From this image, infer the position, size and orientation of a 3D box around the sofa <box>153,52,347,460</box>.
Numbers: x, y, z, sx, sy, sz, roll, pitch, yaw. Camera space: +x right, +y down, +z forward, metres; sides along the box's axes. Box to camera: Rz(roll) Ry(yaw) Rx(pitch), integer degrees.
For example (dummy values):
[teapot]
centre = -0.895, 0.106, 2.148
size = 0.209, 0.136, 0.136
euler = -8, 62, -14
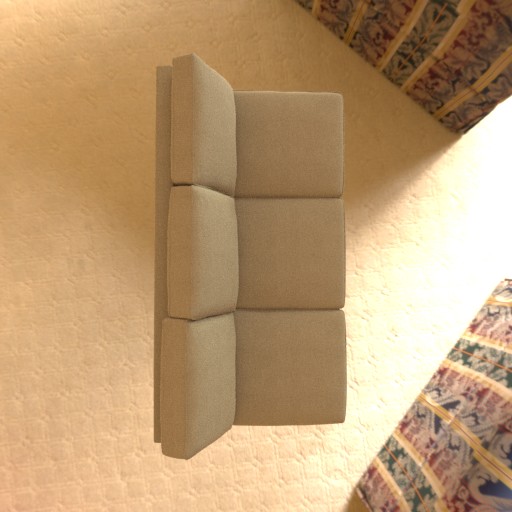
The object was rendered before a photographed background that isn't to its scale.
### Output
[sofa]
centre = 0.000, 0.000, 2.741
size = 1.127, 1.036, 2.092
euler = 0, 88, -1
